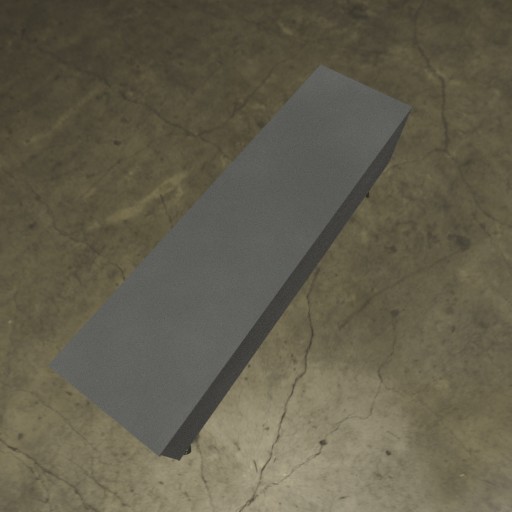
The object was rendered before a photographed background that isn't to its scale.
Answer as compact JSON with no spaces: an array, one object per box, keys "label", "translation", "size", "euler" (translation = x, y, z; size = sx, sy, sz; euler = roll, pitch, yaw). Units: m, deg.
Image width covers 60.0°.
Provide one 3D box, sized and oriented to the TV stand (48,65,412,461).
[{"label":"TV stand","translation":[0.000,0.000,1.638],"size":[0.400,0.560,1.400],"euler":[32,67,15]}]
